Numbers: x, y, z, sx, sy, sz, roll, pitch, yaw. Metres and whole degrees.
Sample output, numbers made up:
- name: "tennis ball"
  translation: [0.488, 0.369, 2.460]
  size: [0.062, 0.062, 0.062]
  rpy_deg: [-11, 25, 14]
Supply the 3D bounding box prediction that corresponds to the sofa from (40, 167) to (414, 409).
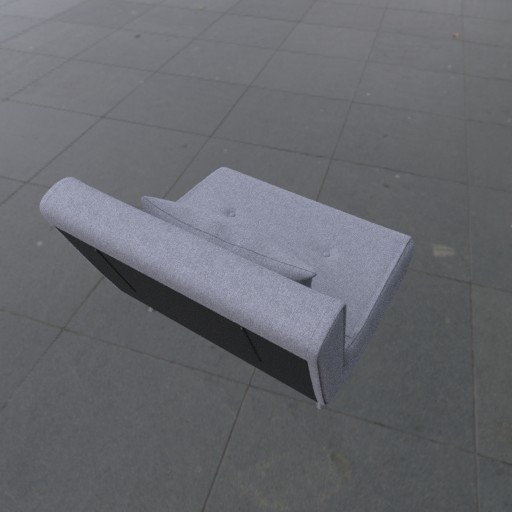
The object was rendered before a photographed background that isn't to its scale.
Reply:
- name: "sofa"
  translation: [0.000, 0.000, 1.754]
  size: [1.020, 0.825, 1.000]
  rpy_deg: [24, 50, 23]
